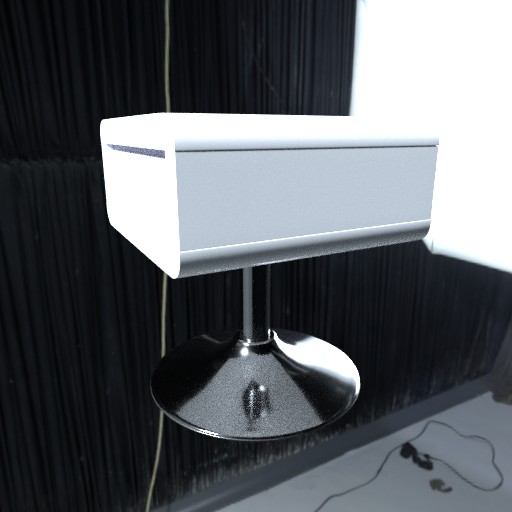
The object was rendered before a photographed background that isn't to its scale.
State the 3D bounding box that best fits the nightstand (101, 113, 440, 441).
[{"bbox_3d":[0.000,0.000,0.756,0.404,0.447,0.399,-8,18,-27],"label":"nightstand"}]
